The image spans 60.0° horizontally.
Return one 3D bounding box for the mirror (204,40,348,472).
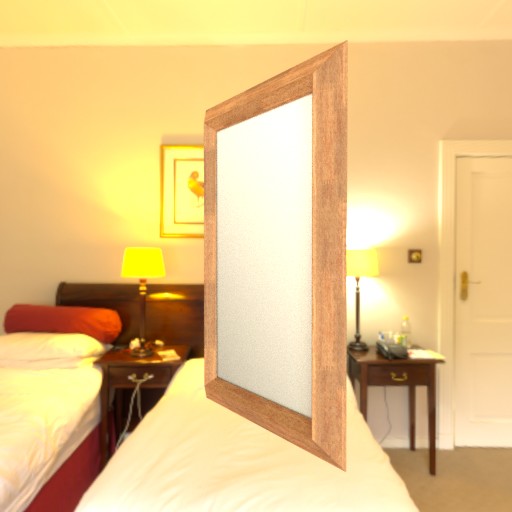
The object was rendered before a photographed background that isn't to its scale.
[{"bbox_3d":[0.000,0.000,1.283,0.047,1.010,0.651,-1,1,-36],"label":"mirror"}]
